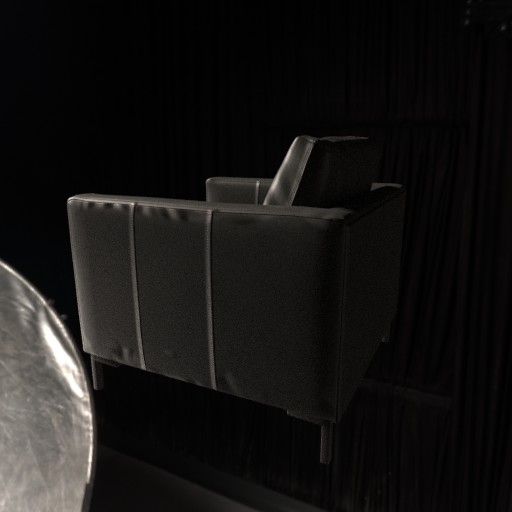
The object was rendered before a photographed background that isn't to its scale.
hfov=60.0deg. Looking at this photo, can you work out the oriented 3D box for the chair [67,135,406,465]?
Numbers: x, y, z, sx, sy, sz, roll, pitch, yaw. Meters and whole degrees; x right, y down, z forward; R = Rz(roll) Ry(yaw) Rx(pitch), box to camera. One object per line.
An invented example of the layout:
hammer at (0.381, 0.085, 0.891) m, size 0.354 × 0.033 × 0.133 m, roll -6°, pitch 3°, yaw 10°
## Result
chair at (0.000, 0.000, 1.510) m, size 0.861 × 0.824 × 0.967 m, roll 7°, pitch 16°, yaw 26°
